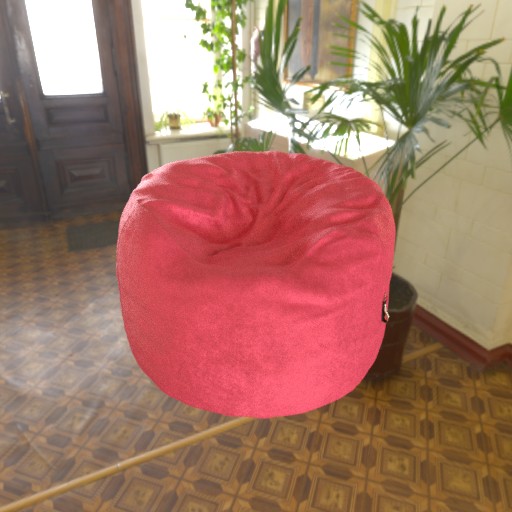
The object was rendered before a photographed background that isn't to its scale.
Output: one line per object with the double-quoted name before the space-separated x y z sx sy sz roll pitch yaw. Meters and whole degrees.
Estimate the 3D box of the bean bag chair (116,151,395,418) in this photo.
"bean bag chair" 0.000 0.000 1.999 1.218 0.788 1.218 0 26 0
